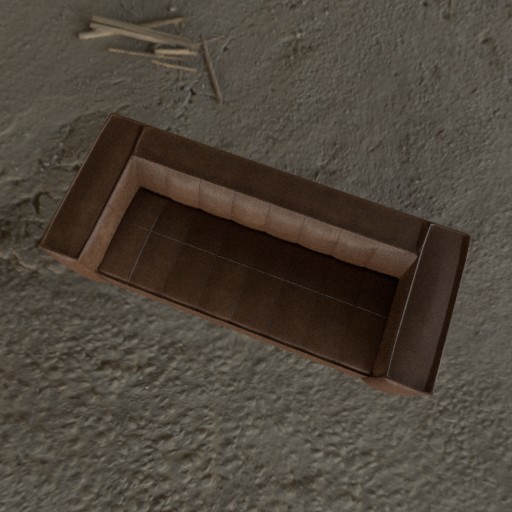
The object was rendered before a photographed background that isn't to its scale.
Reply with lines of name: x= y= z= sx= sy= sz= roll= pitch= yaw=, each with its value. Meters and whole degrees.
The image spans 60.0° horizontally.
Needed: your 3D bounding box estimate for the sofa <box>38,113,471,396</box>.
sofa: x=0.000 y=0.000 z=3.104 sx=2.581 sy=0.701 sz=1.102 roll=20 pitch=75 yaw=6
